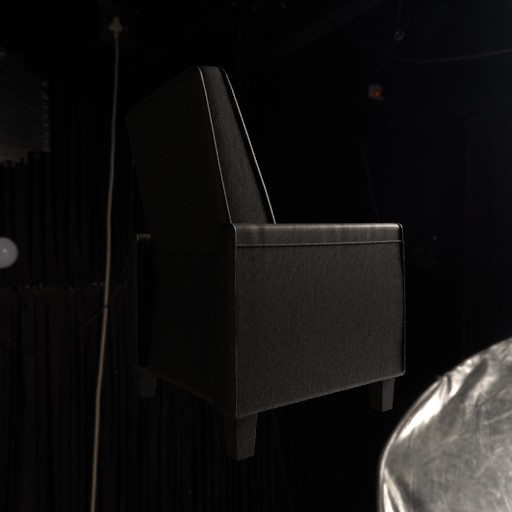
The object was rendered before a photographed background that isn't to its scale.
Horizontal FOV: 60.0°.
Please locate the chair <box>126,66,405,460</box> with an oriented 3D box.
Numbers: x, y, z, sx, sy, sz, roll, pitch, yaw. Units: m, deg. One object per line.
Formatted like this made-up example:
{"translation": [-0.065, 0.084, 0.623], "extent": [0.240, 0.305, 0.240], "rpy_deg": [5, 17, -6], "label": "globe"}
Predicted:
{"translation": [0.000, 0.000, 1.536], "extent": [0.746, 1.013, 0.705], "rpy_deg": [0, 0, -37], "label": "chair"}
